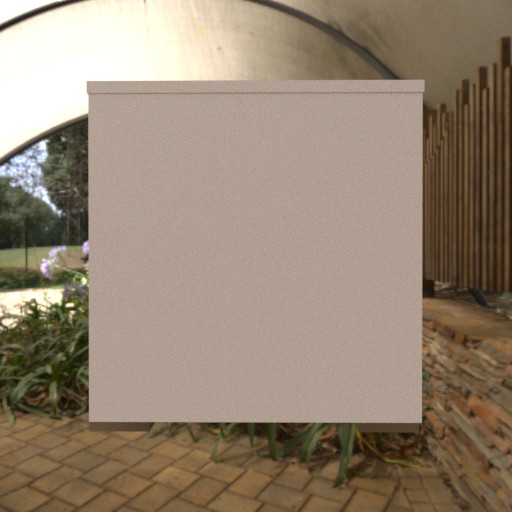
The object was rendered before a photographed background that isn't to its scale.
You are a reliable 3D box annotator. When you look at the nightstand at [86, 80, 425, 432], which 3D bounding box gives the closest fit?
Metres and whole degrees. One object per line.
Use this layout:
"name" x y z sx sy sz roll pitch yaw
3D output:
"nightstand" 0.000 0.000 0.742 0.441 0.460 0.325 0 0 0
